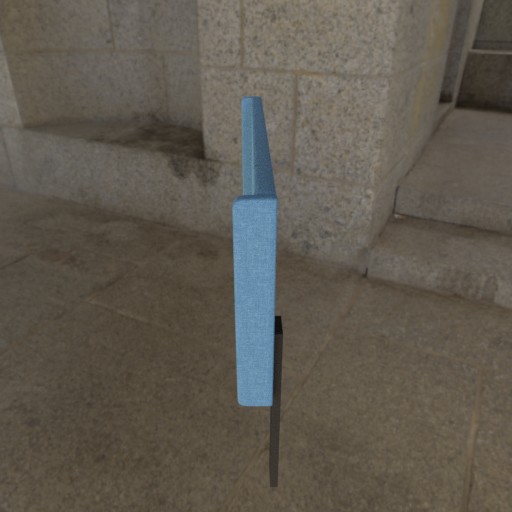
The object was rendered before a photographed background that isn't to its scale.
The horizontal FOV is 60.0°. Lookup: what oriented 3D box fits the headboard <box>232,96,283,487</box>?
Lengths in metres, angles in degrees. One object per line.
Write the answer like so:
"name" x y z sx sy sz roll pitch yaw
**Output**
"headboard" 0.000 0.000 2.676 0.184 1.524 2.051 0 28 -1
